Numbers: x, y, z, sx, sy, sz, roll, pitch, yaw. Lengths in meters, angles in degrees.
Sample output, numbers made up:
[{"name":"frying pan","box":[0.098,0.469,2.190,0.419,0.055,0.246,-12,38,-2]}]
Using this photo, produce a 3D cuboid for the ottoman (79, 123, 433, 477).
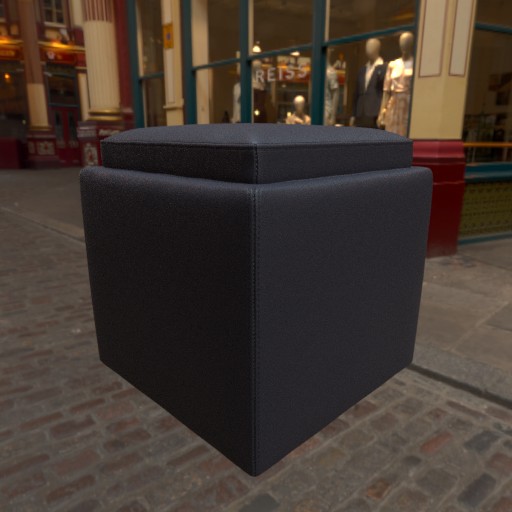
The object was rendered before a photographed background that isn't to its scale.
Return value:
[{"name":"ottoman","box":[0.000,0.000,0.805,0.450,0.460,0.451,-15,21,-43]}]
